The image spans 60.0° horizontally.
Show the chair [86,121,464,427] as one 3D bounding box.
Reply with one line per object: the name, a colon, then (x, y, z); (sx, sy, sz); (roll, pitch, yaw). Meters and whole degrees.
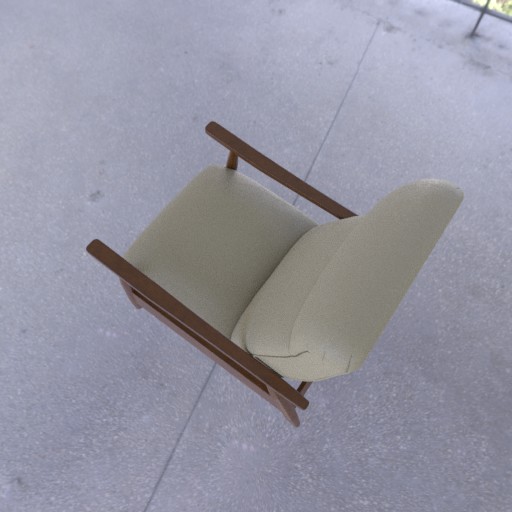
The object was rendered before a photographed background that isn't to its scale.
chair: (0.000, 0.000, 1.713); (1.014, 1.082, 0.762); (33, 69, 15)
